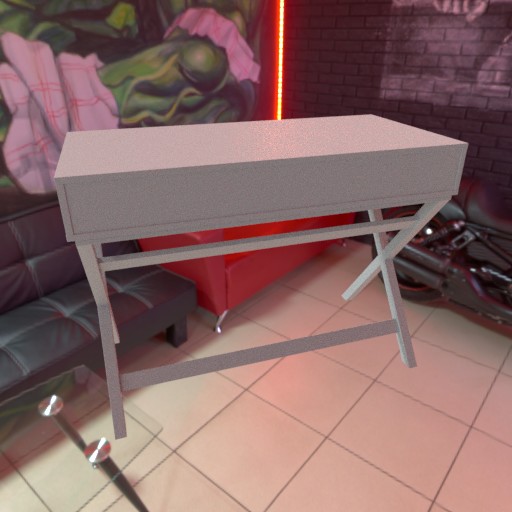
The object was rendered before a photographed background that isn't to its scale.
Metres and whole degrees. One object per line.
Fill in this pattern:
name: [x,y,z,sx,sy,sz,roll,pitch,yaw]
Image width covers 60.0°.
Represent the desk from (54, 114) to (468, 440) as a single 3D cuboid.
desk: [0.000,0.000,1.469,1.057,0.780,0.525,-8,28,-16]
